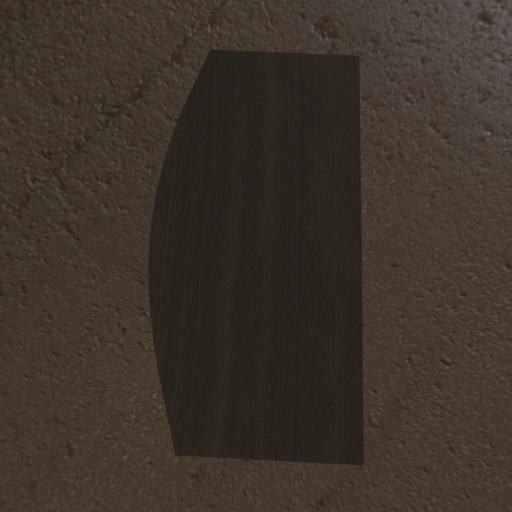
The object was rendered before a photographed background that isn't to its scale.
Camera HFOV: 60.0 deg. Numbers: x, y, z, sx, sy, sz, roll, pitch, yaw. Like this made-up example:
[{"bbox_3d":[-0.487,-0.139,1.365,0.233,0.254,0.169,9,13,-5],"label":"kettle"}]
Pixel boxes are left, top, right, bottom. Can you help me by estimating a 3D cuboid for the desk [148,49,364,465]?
[{"bbox_3d":[0.000,0.000,2.048,0.802,0.750,1.600,3,76,1],"label":"desk"}]
